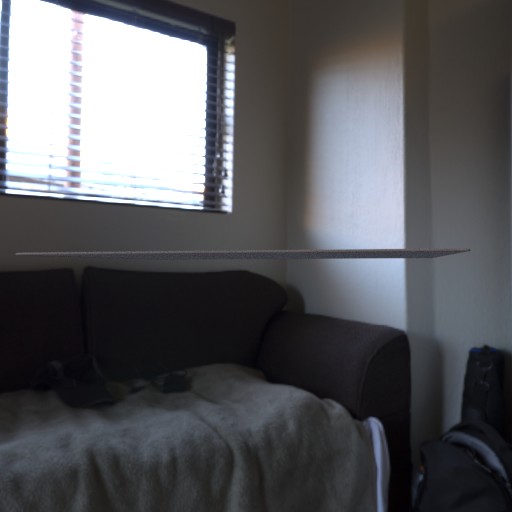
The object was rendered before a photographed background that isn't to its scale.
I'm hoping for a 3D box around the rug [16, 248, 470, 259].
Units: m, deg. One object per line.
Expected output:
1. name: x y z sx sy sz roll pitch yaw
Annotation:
1. rug: 0.000 0.000 2.669 2.115 0.013 1.517 0 -1 17
